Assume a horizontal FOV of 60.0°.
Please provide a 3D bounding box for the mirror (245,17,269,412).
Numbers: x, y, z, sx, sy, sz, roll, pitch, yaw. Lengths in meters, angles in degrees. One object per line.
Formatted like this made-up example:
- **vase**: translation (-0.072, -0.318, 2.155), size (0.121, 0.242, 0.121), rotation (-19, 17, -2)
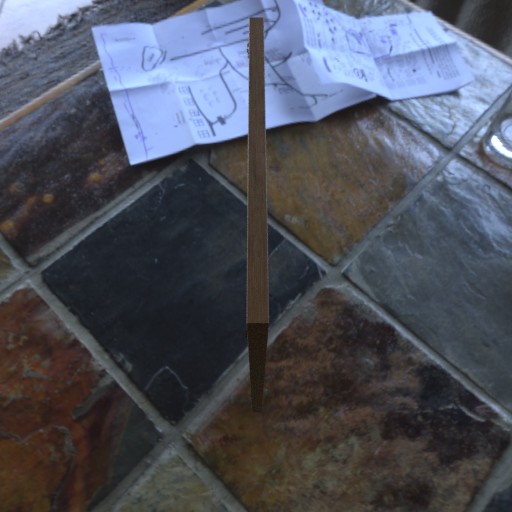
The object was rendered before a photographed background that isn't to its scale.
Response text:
- **mirror**: translation (0.000, 0.000, 1.338), size (0.040, 1.016, 0.762), rotation (0, 63, 0)
